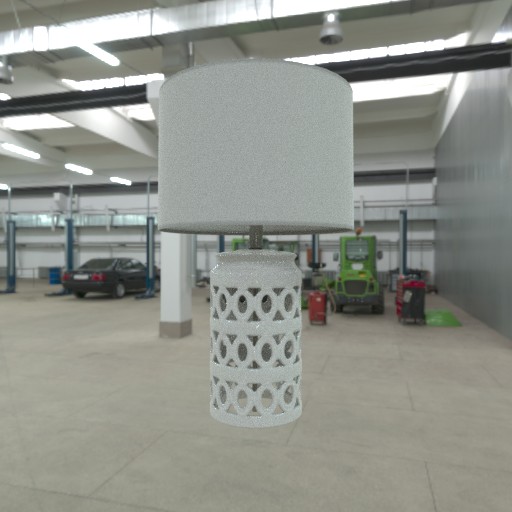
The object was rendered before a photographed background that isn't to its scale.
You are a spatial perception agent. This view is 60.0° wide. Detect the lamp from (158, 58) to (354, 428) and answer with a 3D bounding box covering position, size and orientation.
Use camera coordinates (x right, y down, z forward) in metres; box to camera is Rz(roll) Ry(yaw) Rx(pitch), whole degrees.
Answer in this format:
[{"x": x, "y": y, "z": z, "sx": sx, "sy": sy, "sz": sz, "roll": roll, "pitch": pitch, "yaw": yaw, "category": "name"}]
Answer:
[{"x": 0.000, "y": 0.000, "z": 0.716, "sx": 0.310, "sy": 0.502, "sz": 0.310, "roll": 0, "pitch": 0, "yaw": 0, "category": "lamp"}]
